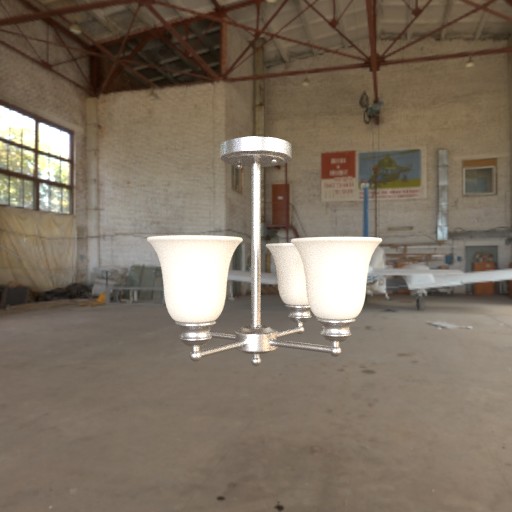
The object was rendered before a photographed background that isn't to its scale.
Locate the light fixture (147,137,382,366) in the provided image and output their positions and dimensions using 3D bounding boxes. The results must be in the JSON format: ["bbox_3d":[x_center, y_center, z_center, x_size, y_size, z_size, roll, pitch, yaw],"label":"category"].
[{"bbox_3d":[0.000,0.000,0.748,0.427,0.370,0.427,0,-1,36],"label":"light fixture"}]
